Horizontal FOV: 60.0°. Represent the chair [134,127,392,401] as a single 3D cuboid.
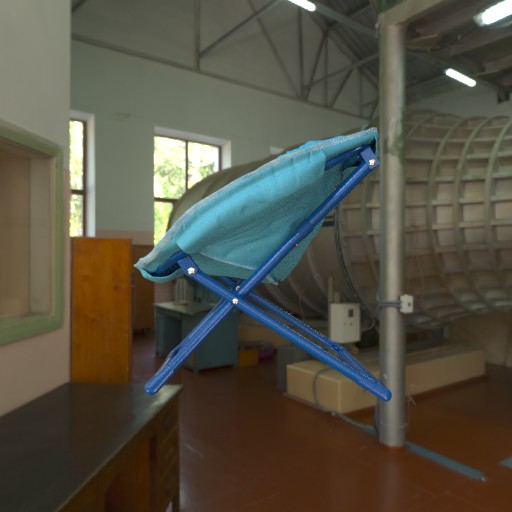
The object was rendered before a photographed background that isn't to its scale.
[{"bbox_3d":[0.000,0.000,0.893,0.465,0.478,0.520,0,0,-1],"label":"chair"}]
